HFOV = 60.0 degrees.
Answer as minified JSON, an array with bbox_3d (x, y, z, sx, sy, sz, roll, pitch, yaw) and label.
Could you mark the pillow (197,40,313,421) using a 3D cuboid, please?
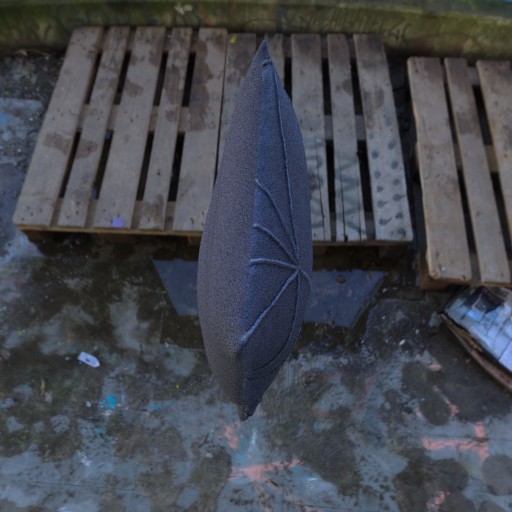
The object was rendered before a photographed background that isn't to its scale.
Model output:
[{"bbox_3d":[0.000,0.000,0.685,0.183,0.440,0.439,3,64,2],"label":"pillow"}]
